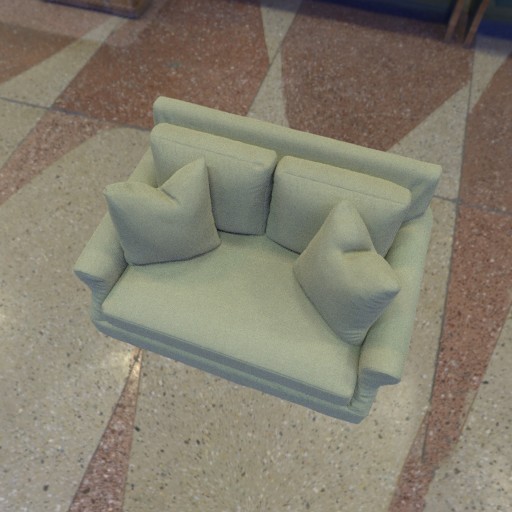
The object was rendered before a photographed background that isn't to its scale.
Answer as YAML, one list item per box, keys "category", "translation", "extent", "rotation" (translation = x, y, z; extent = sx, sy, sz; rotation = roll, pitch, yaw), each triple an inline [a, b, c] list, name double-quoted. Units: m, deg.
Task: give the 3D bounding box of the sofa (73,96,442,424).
- category: "sofa"
  translation: [0.000, 0.000, 2.176]
  extent: [1.550, 0.905, 1.070]
  rotation: [17, 60, 10]
